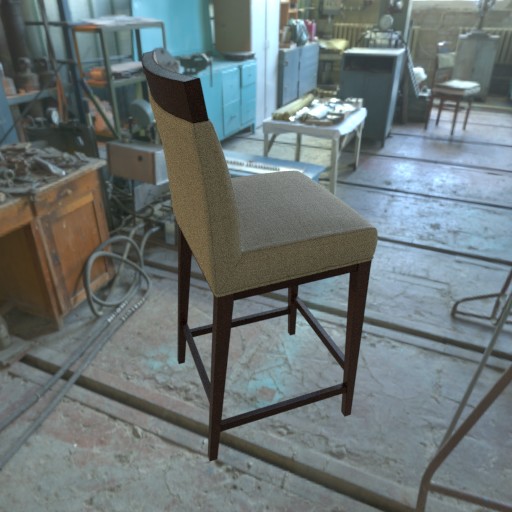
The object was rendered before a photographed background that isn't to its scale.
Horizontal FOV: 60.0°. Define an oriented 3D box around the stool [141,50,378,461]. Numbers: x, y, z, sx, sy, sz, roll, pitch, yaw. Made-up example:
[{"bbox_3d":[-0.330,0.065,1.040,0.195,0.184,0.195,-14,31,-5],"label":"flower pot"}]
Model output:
[{"bbox_3d":[0.000,0.000,1.230,0.480,1.011,0.463,-11,32,-18],"label":"stool"}]
